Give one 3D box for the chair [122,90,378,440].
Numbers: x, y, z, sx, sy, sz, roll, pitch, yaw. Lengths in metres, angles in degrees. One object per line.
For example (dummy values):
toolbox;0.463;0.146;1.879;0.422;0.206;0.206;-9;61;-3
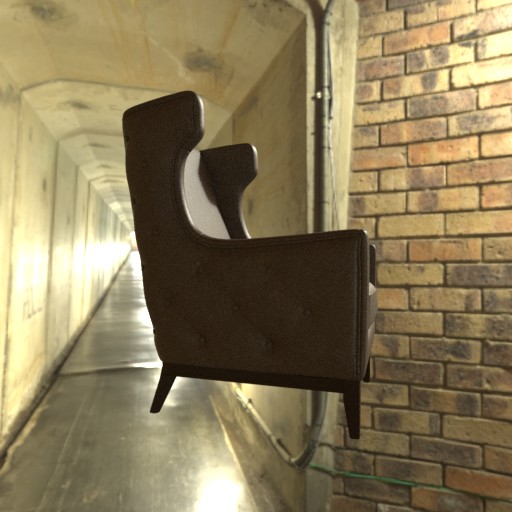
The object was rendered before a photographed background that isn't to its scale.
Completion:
chair;0.000;0.000;1.722;0.899;1.079;0.769;-1;-2;17
